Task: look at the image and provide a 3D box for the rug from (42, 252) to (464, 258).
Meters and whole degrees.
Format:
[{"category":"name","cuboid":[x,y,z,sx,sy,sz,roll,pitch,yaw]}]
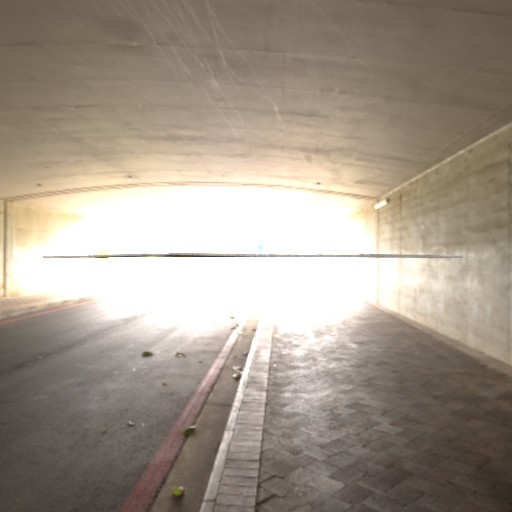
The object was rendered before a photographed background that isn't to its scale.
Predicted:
[{"category":"rug","cuboid":[0.000,0.000,4.960,3.778,0.053,2.873,0,0,35]}]
